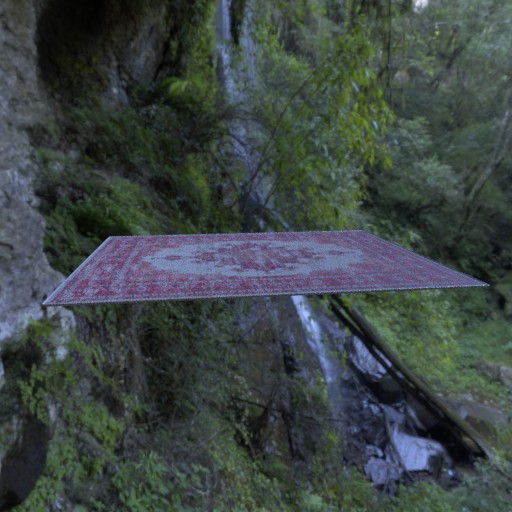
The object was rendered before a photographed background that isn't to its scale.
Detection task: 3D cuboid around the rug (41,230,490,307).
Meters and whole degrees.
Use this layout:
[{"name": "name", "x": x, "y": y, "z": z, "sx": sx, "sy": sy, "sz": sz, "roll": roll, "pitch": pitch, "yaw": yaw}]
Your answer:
[{"name": "rug", "x": 0.000, "y": 0.000, "z": 4.206, "sx": 3.123, "sy": 0.017, "sz": 2.447, "roll": -2, "pitch": 13, "yaw": -8}]
